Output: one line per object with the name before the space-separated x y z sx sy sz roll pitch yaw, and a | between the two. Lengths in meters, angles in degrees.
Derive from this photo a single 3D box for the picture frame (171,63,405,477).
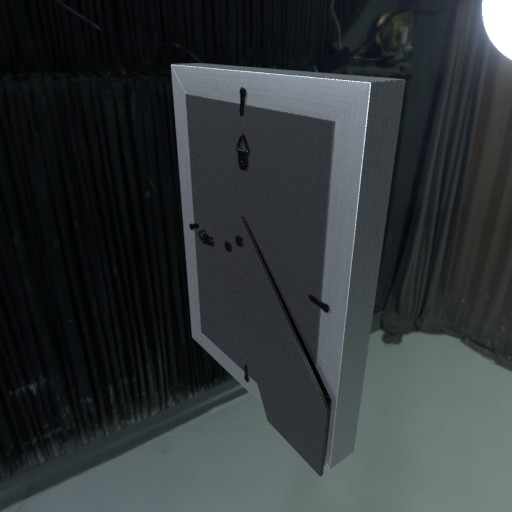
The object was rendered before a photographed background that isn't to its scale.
picture frame | 0.000 0.000 0.268 0.028 0.208 0.157 -18 32 -33
